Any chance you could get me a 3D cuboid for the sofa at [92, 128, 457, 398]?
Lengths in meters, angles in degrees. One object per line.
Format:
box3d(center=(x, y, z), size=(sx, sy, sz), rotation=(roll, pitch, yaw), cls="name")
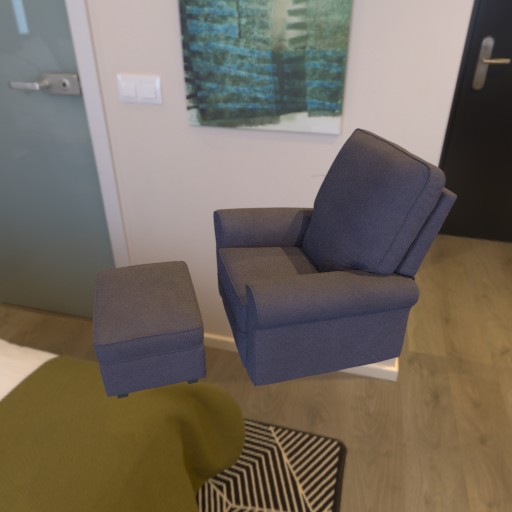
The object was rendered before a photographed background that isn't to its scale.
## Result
box3d(center=(0.000, 0.000, 2.038), size=(1.478, 0.959, 0.880), rotation=(-8, 31, -13), cls="sofa")
